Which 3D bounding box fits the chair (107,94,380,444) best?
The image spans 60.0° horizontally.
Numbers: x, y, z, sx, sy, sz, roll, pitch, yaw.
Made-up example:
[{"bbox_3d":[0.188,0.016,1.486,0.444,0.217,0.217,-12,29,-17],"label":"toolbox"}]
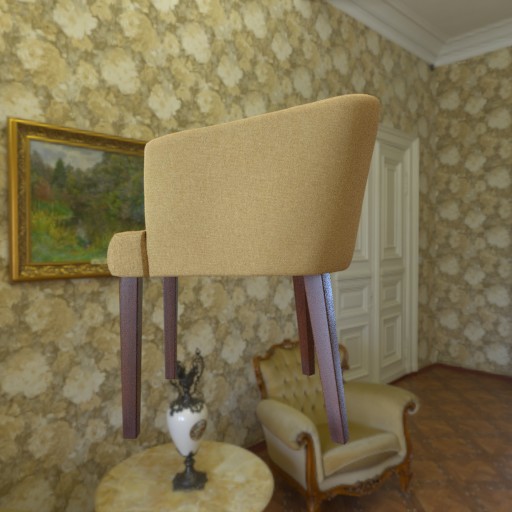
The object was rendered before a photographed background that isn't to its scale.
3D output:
[{"bbox_3d":[0.000,0.000,1.226,0.655,0.811,0.583,0,1,0],"label":"chair"}]
